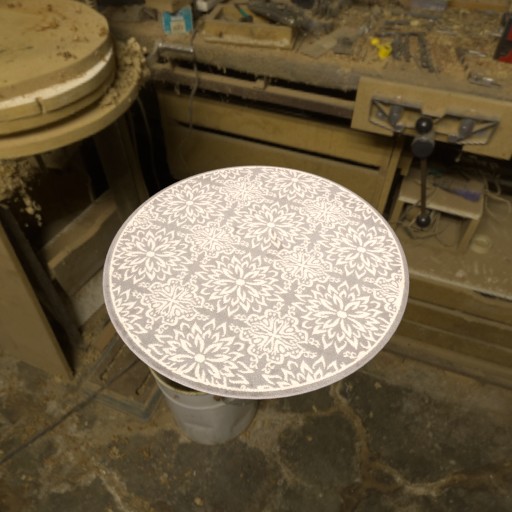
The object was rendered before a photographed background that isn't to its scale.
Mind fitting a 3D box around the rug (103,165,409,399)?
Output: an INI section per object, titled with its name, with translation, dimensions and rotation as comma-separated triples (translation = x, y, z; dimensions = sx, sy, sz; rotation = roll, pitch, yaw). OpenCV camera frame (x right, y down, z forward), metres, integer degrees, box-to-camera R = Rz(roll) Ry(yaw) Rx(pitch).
[rug]
translation = 0.000, 0.000, 2.364
dimensions = 1.593, 0.012, 1.593
rotation = 0, 48, 0
